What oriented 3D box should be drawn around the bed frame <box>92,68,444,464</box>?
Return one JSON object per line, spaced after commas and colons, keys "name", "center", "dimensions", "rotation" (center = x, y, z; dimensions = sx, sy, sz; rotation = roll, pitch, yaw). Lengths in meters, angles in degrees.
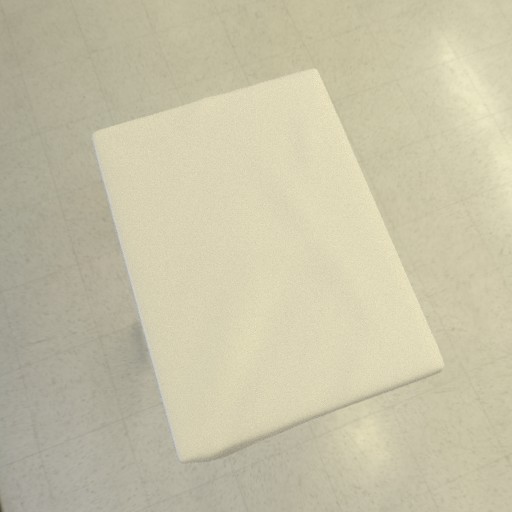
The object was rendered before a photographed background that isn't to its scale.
{"name": "bed frame", "center": [0.000, 0.000, 2.928], "dimensions": [1.584, 0.667, 2.151], "rotation": [-18, 76, -5]}
